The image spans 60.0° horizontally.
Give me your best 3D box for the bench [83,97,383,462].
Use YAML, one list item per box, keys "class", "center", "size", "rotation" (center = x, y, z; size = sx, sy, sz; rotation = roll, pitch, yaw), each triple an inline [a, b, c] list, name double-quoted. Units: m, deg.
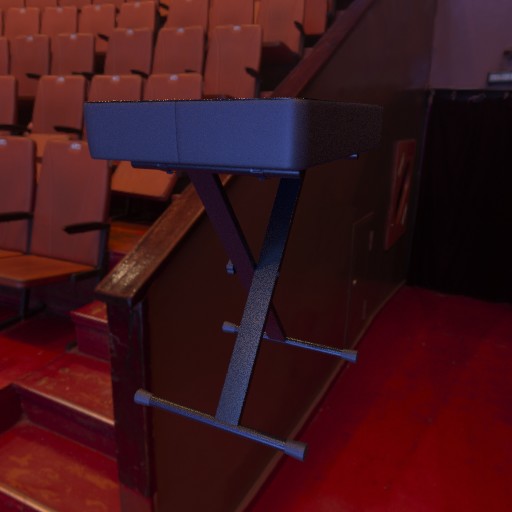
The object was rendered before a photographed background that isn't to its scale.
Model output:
- class: "bench"
  center: [0.000, 0.000, 0.771]
  size: [0.321, 0.500, 0.424]
  rotation: [8, 19, 25]
